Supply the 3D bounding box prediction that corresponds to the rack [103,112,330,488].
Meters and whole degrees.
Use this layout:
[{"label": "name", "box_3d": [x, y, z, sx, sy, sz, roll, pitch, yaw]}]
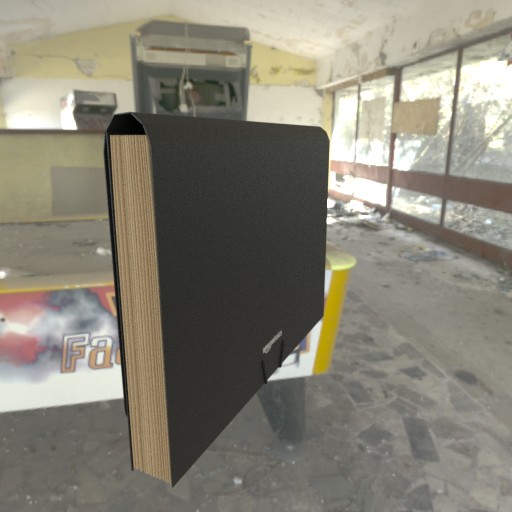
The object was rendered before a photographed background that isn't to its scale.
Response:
[{"label": "rack", "box_3d": [0.000, 0.000, 0.417, 0.041, 0.241, 0.330, 7, 16, 25]}]
